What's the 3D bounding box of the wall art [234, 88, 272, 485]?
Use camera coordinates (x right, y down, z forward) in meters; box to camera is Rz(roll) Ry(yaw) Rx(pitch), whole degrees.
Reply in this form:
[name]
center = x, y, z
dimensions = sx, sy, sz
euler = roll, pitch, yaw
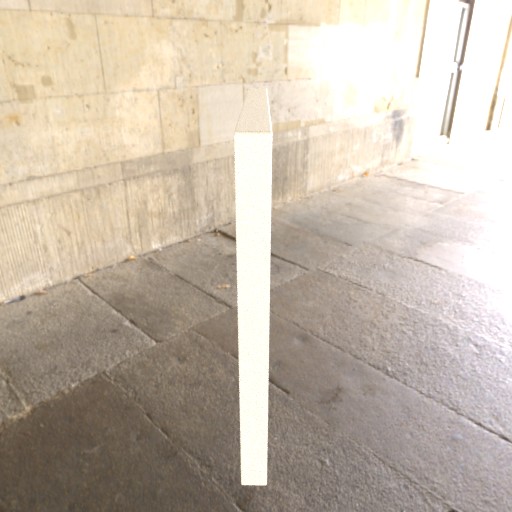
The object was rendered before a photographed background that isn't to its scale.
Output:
[wall art]
center = 0.000, 0.000, 0.772
dimensions = 0.038, 0.508, 0.508
euler = 0, 25, 1
